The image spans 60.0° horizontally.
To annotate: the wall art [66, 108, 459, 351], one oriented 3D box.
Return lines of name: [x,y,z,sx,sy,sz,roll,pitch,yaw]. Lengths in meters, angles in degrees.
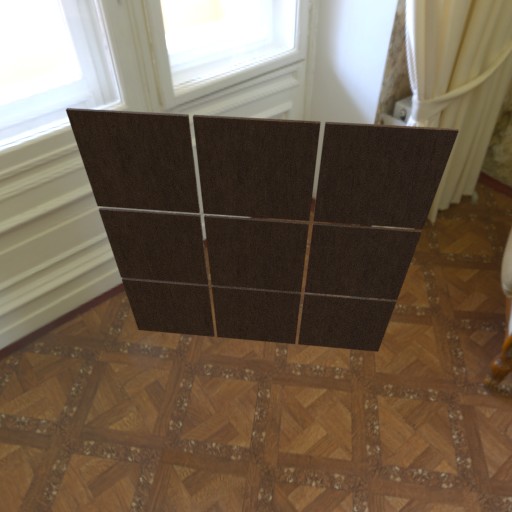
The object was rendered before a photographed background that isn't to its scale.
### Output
wall art: [0.000,0.000,2.264,1.527,1.525,0.014,4,46,4]
